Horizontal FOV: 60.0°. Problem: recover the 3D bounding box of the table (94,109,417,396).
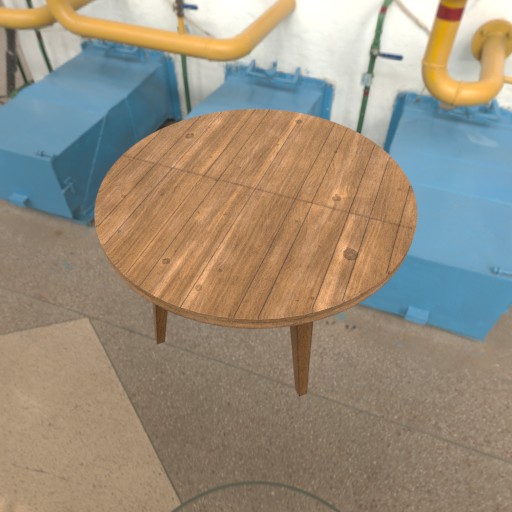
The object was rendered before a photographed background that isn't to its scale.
[{"bbox_3d":[0.000,0.000,1.995,1.213,0.764,1.213,0,47,0],"label":"table"}]
